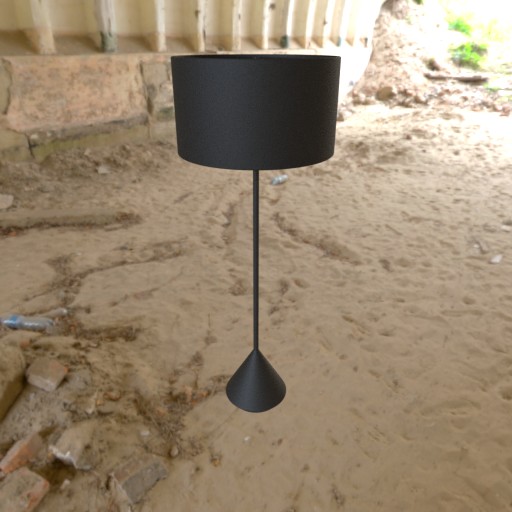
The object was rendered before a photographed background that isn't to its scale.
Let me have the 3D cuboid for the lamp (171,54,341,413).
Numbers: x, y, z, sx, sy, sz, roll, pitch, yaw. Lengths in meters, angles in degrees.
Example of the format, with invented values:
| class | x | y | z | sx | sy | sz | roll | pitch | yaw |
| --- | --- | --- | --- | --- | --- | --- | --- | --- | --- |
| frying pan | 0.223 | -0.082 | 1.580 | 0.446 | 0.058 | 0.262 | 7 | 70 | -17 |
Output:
| class | x | y | z | sx | sy | sz | roll | pitch | yaw |
| --- | --- | --- | --- | --- | --- | --- | --- | --- | --- |
| lamp | 0.000 | 0.000 | 1.854 | 0.580 | 1.526 | 0.580 | 0 | 26 | -1 |
